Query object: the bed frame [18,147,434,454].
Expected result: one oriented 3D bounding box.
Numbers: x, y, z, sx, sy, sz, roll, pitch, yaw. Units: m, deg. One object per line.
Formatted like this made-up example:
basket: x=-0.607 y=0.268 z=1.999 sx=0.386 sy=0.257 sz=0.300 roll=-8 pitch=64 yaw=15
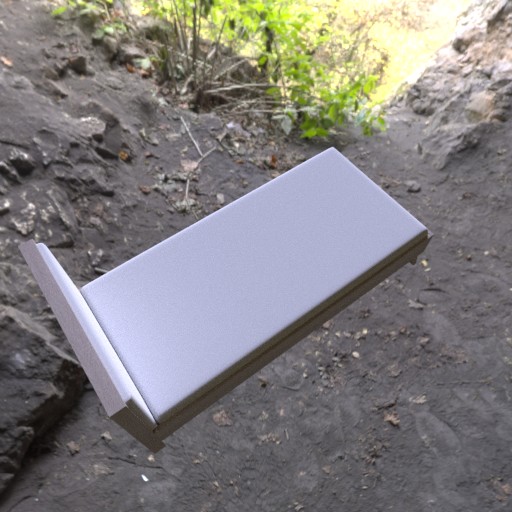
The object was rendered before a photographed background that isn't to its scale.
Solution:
bed frame: x=0.000 y=0.000 z=2.662 sx=2.140 sy=0.920 sz=0.990 roll=-32 pitch=63 yaw=-18
